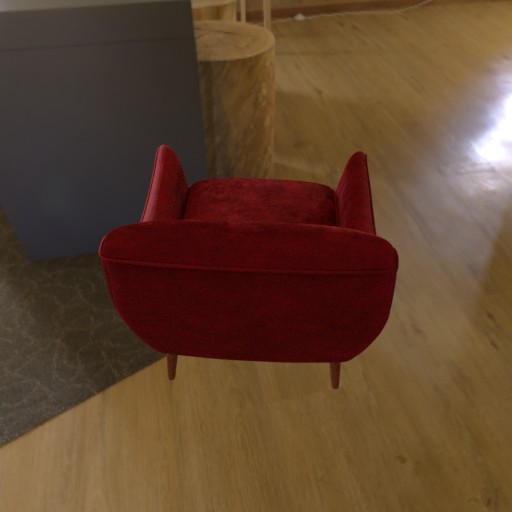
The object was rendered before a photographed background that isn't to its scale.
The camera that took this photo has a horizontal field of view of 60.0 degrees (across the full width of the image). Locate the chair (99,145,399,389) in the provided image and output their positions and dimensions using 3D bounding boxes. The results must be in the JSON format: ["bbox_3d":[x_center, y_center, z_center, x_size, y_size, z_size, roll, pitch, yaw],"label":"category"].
[{"bbox_3d":[0.000,0.000,1.446,0.762,0.838,0.787,2,47,2],"label":"chair"}]
